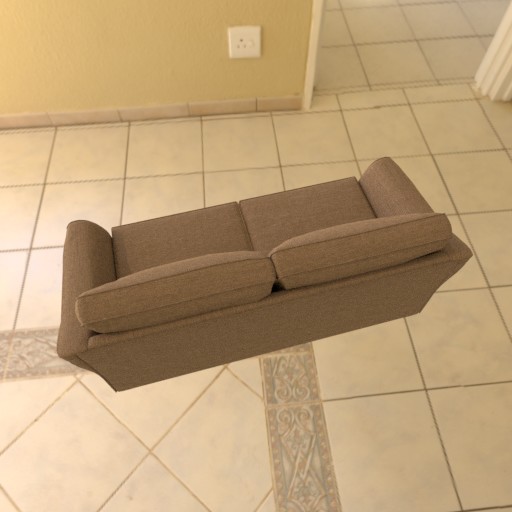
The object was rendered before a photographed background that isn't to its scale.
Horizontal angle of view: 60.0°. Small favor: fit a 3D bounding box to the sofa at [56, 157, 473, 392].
[{"bbox_3d":[0.000,0.000,2.770,2.270,0.965,0.980,-13,59,-8],"label":"sofa"}]
